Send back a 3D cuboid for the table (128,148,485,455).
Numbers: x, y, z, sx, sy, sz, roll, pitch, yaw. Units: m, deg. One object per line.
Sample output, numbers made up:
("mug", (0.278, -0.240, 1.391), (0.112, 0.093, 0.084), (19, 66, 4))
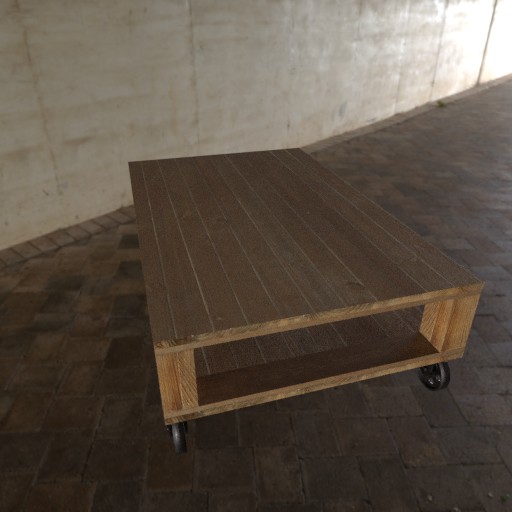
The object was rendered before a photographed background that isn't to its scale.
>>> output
("table", (0.000, 0.000, 1.667), (0.827, 0.413, 1.299), (-8, 30, -14))
